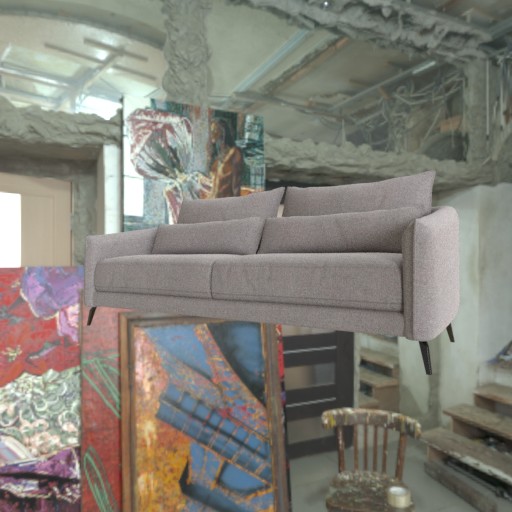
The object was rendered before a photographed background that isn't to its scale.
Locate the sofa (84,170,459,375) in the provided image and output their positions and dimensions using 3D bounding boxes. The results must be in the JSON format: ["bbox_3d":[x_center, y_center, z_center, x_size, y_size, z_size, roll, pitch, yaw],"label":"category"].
[{"bbox_3d":[0.000,0.000,2.396,2.022,0.833,0.809,0,-1,35],"label":"sofa"}]
